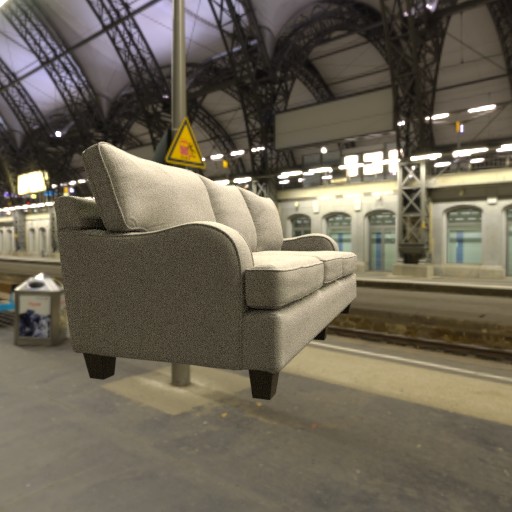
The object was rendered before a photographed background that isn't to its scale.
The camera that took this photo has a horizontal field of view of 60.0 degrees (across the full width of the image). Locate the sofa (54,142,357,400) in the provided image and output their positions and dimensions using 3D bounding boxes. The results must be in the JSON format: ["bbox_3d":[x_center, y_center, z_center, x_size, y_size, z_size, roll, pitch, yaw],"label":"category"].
[{"bbox_3d":[0.000,0.000,2.783,1.016,0.991,2.323,1,2,19],"label":"sofa"}]
